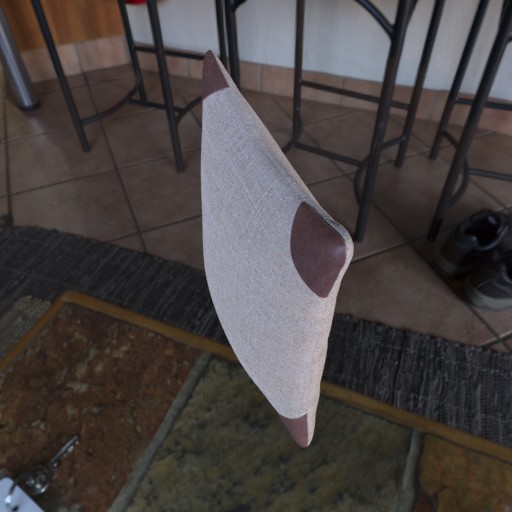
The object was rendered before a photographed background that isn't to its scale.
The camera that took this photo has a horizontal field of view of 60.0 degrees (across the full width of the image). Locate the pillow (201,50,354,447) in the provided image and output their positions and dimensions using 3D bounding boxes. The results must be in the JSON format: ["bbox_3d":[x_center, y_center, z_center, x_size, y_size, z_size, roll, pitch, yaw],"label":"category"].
[{"bbox_3d":[0.000,0.000,0.670,0.147,0.448,0.437,-16,49,-14],"label":"pillow"}]
